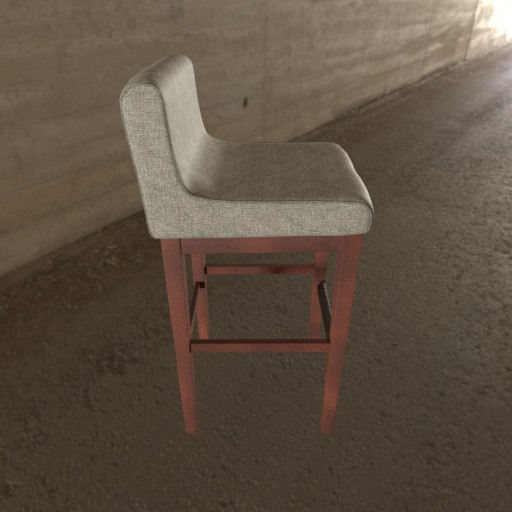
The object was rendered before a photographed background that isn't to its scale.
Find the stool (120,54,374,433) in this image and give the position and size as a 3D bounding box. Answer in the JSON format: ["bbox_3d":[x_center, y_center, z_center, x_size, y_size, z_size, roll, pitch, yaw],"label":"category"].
[{"bbox_3d":[0.000,0.000,1.196,0.499,0.965,0.426,0,31,0],"label":"stool"}]
